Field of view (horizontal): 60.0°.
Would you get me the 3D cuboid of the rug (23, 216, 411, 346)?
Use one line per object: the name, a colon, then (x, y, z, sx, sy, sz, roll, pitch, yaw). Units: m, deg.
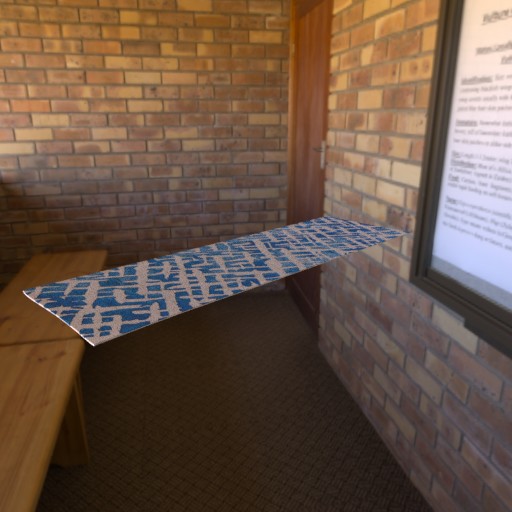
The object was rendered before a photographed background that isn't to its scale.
rug: (0.000, 0.000, 2.716, 2.446, 0.011, 0.768, -16, 24, -42)
